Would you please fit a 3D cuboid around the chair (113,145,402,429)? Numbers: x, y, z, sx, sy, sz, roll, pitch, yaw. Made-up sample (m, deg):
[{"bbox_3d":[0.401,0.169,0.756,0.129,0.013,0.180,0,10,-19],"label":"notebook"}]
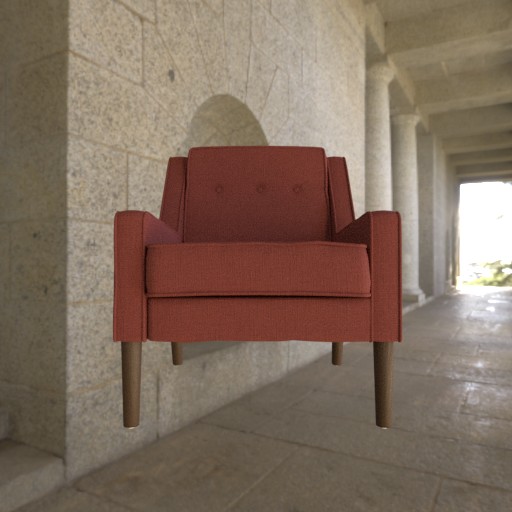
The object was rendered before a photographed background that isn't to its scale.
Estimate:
[{"bbox_3d":[0.000,0.000,1.364,0.680,0.812,0.770,0,-1,0],"label":"chair"}]
